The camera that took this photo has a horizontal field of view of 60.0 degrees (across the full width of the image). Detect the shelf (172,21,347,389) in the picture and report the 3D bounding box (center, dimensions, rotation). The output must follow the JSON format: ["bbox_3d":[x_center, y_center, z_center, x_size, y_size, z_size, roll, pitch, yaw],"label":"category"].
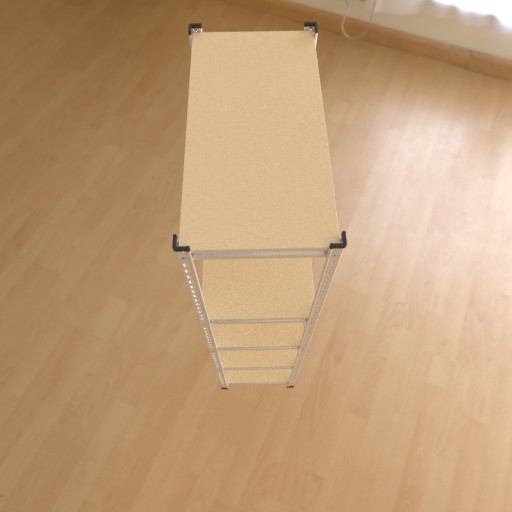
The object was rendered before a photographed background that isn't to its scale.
[{"bbox_3d":[0.000,0.000,2.170,0.457,1.829,0.914,-1,62,-1],"label":"shelf"}]
